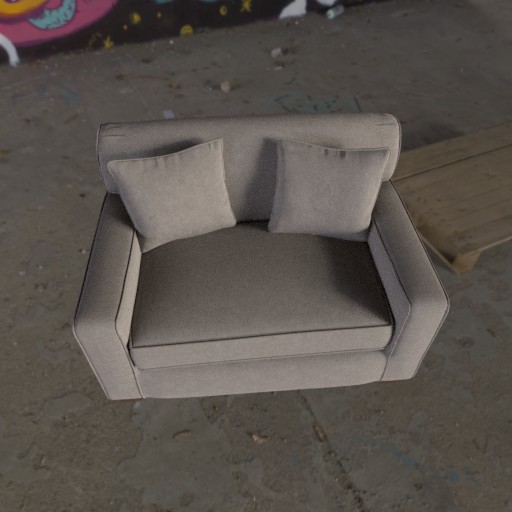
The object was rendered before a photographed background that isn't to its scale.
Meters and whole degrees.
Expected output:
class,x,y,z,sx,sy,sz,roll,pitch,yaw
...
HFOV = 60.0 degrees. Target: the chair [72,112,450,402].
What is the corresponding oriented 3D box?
class,x,y,z,sx,sy,sz,roll,pitch,yaw
chair,0.000,0.000,2.017,1.395,0.953,0.992,-3,47,-3
